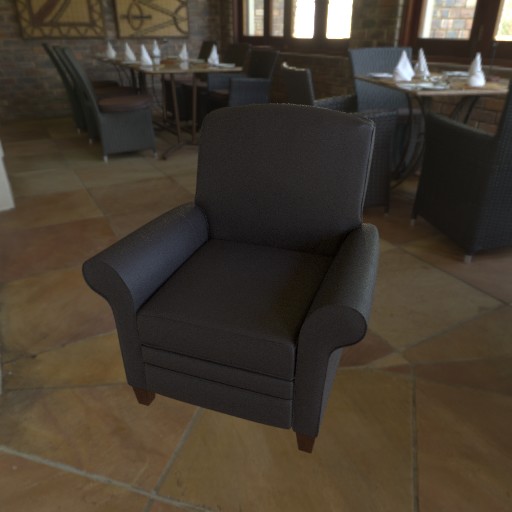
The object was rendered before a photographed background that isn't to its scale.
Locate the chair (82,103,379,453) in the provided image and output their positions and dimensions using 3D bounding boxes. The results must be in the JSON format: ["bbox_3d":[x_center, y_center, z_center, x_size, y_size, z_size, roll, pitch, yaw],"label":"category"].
[{"bbox_3d":[0.000,0.000,1.784,0.978,1.061,0.902,9,28,17],"label":"chair"}]
